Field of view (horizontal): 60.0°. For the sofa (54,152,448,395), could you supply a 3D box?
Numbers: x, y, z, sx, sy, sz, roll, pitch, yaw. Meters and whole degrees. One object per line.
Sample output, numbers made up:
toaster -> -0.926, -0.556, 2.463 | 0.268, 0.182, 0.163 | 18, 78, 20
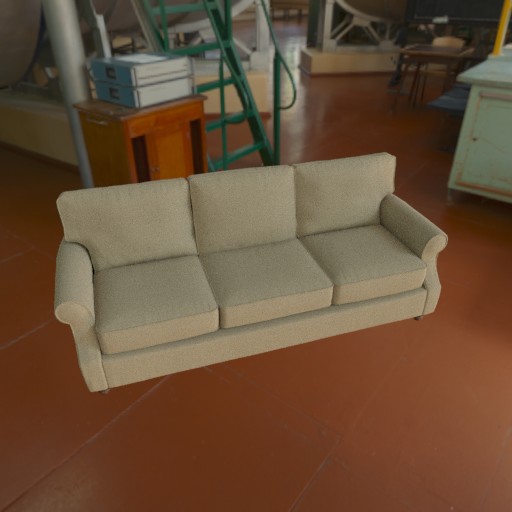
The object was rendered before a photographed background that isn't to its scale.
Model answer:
sofa -> 0.000, 0.000, 2.831 | 2.354, 0.948, 0.966 | -10, 34, -15
